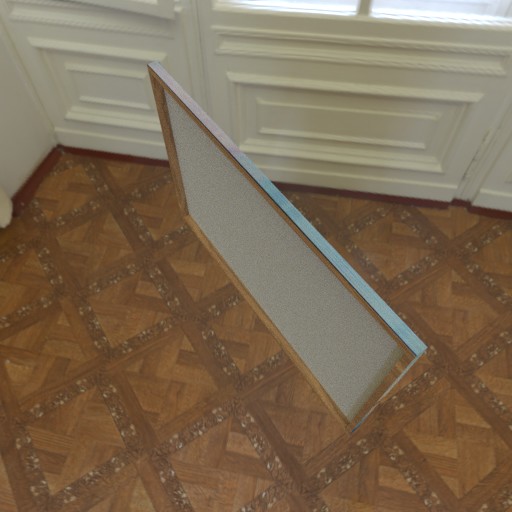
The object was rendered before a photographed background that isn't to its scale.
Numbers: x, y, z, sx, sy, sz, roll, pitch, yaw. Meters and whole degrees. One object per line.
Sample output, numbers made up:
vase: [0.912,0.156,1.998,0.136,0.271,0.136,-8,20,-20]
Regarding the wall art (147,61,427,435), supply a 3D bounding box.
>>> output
wall art: [0.000,0.000,1.435,0.034,0.756,1.137,-30,62,-18]
